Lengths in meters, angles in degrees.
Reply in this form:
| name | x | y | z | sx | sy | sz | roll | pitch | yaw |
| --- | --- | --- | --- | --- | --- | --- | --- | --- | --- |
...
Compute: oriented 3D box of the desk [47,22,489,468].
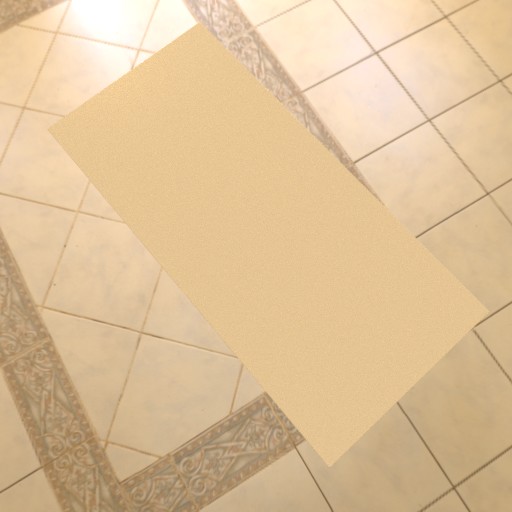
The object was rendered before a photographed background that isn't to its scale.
| name | x | y | z | sx | sy | sz | roll | pitch | yaw |
| --- | --- | --- | --- | --- | --- | --- | --- | --- | --- |
| desk | 0.000 | 0.000 | 1.454 | 0.509 | 0.780 | 1.059 | -40 | 79 | -10 |
